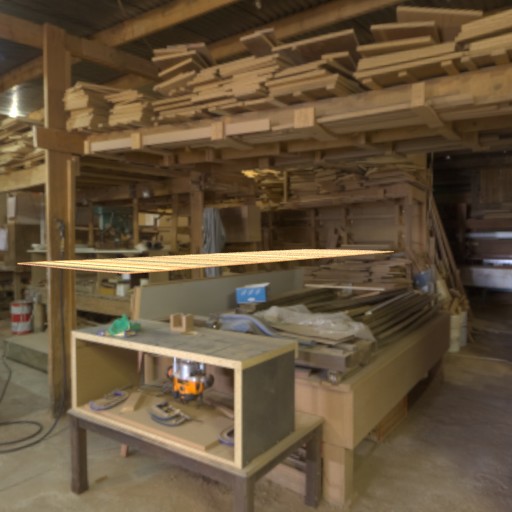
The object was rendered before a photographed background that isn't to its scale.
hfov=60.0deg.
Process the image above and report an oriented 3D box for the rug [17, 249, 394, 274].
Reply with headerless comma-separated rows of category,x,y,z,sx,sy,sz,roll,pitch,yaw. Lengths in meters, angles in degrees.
rug,0.000,0.000,2.678,0.799,0.010,2.444,2,3,38
